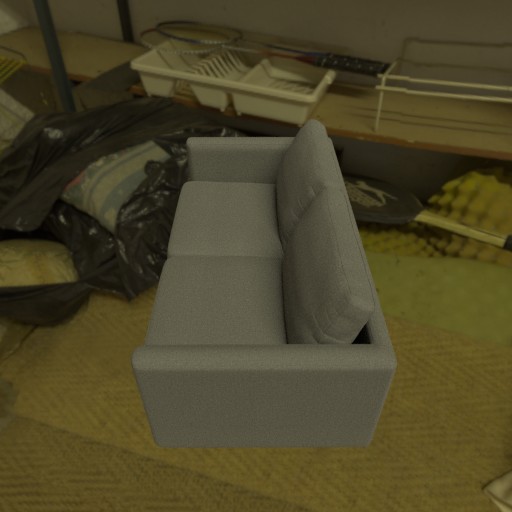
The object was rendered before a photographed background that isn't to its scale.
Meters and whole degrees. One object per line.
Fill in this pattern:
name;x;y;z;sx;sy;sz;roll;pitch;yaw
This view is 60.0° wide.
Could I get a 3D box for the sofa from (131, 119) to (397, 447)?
sofa;0.000;0.000;2.257;0.940;0.866;1.713;0;40;0
